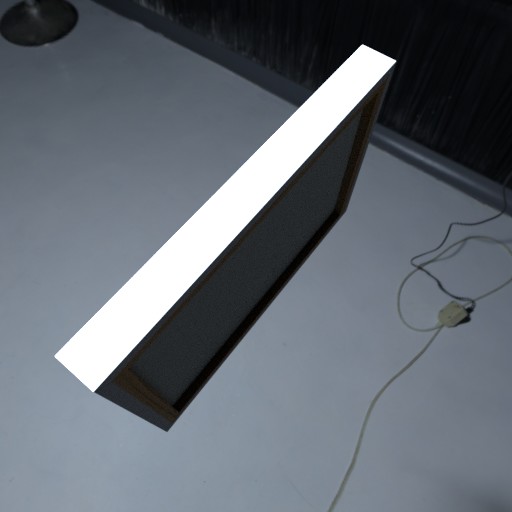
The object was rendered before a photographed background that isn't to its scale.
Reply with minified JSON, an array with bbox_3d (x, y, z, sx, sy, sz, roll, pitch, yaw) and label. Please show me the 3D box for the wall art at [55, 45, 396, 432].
[{"bbox_3d":[0.000,0.000,0.467,0.038,0.259,0.381,35,68,16],"label":"wall art"}]
